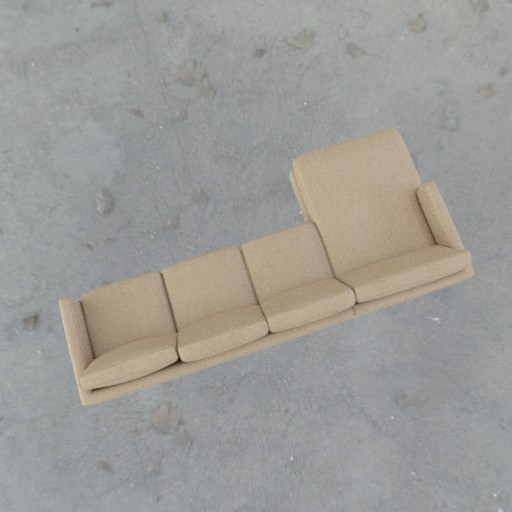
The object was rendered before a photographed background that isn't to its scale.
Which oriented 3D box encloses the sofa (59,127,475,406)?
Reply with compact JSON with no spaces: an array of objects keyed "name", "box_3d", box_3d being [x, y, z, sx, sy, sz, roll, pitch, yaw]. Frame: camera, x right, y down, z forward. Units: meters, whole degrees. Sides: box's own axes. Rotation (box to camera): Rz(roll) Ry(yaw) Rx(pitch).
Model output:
[{"name":"sofa","box_3d":[0.000,0.000,3.754,3.201,0.876,1.502,-18,78,-4]}]
